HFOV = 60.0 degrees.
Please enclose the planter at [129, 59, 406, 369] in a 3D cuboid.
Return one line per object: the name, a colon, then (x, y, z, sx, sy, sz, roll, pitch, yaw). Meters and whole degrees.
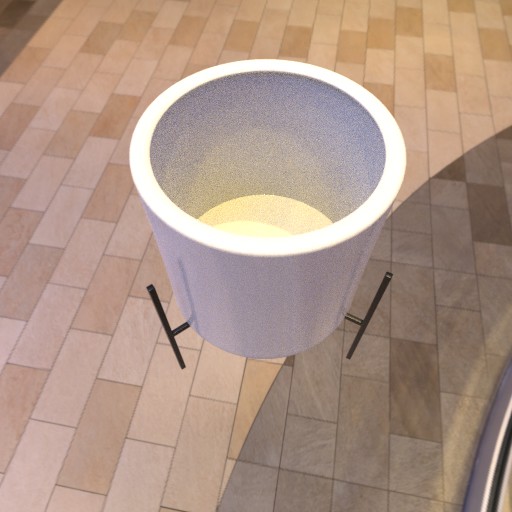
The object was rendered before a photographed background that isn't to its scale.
planter: (0.000, 0.000, 0.723, 0.361, 0.480, 0.360, -31, 62, -19)
